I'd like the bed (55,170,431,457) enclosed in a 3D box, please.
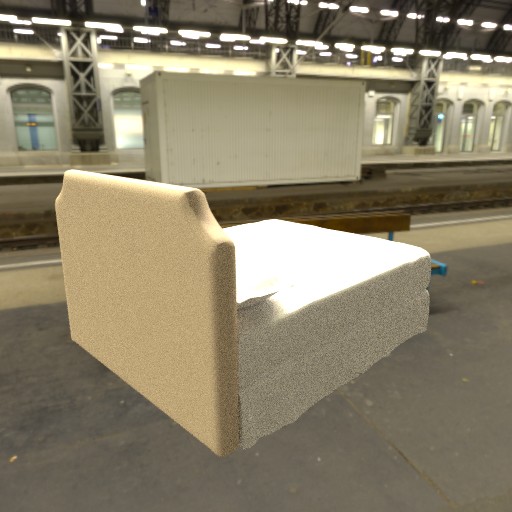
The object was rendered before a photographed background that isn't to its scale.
[{"bbox_3d":[0.000,0.000,3.838,2.548,1.524,2.134,-15,22,-42],"label":"bed"}]
